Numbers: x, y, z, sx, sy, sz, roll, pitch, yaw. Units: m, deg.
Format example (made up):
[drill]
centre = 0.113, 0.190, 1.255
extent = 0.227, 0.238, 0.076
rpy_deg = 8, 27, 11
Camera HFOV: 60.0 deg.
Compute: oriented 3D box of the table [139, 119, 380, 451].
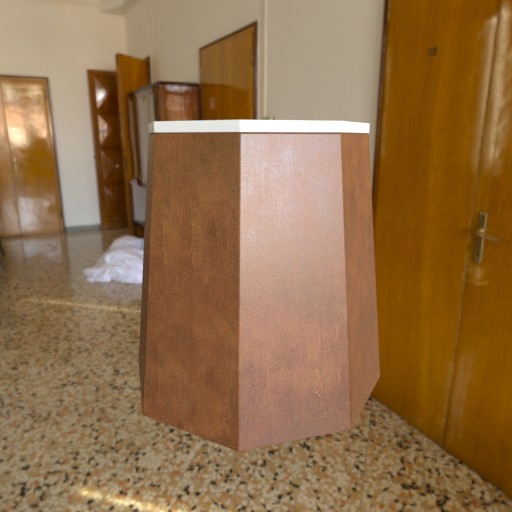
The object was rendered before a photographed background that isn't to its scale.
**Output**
[table]
centre = 0.000, 0.000, 0.799
extent = 0.439, 0.457, 0.439
rpy_deg = 8, 17, 26
